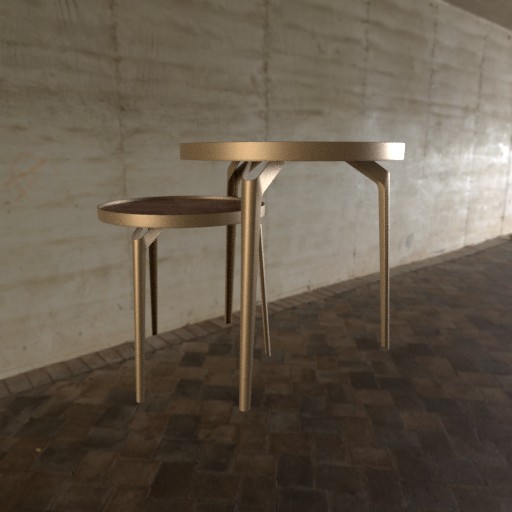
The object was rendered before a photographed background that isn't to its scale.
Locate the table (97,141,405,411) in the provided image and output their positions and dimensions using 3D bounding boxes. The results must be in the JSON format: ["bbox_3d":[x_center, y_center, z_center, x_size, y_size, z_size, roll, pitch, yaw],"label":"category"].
[{"bbox_3d":[0.000,0.000,1.131,0.751,0.555,0.532,-2,13,-7],"label":"table"}]
